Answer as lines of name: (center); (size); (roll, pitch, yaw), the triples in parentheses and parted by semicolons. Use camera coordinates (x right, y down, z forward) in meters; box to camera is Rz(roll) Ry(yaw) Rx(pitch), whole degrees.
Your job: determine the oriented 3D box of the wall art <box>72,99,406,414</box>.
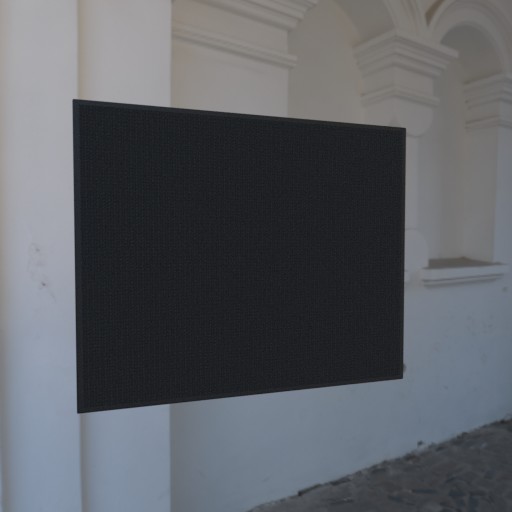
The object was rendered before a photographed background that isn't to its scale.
wall art: (0.000, 0.000, 0.739); (0.559, 0.458, 0.029); (-1, 2, -17)
